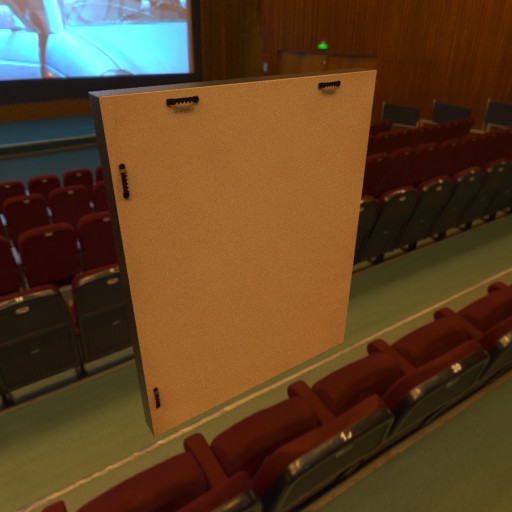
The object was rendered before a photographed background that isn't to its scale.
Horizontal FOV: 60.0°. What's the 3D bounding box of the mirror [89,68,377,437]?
[{"bbox_3d":[0.000,0.000,0.681,0.405,0.508,0.041,-18,34,-29],"label":"mirror"}]
